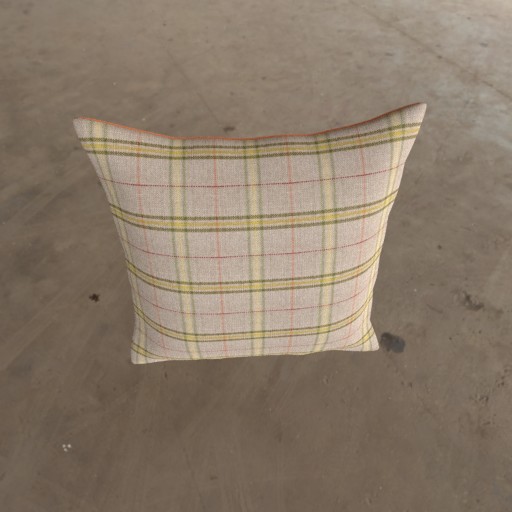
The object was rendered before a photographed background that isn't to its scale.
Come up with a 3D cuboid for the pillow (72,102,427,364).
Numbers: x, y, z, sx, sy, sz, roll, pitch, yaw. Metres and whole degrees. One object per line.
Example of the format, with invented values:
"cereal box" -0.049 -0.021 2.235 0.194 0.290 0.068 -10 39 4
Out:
"pillow" 0.000 0.000 0.684 0.453 0.430 0.200 -3 48 -3
